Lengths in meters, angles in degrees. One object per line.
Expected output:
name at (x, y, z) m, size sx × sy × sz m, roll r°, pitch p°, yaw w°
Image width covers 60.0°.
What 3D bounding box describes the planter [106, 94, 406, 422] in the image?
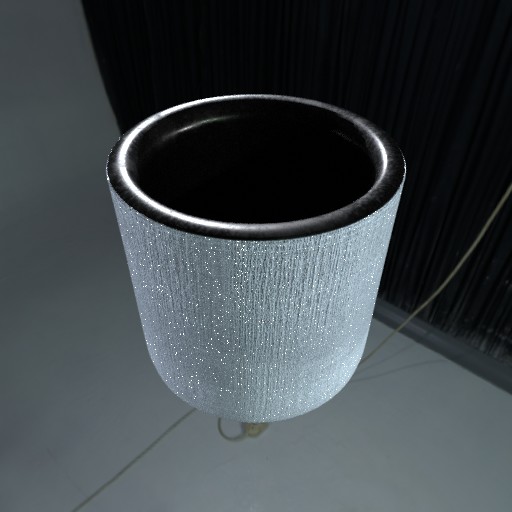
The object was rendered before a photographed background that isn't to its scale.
planter at (0.000, 0.000, 0.289) m, size 0.160 × 0.156 × 0.160 m, roll 0°, pitch 41°, yaw 0°
